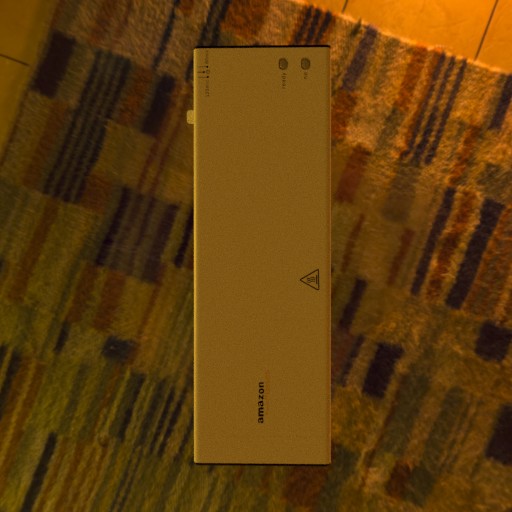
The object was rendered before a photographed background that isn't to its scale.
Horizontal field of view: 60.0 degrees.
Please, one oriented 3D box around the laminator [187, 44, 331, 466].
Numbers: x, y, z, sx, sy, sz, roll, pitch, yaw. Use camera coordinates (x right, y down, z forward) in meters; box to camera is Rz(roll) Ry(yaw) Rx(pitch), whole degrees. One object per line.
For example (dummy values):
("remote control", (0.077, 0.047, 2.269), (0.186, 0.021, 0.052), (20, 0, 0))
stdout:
("laminator", (0.000, 0.000, 0.388), (0.123, 0.062, 0.340), (0, 90, 1))
